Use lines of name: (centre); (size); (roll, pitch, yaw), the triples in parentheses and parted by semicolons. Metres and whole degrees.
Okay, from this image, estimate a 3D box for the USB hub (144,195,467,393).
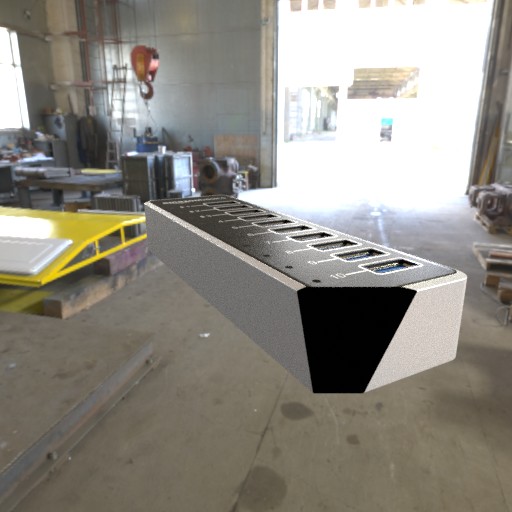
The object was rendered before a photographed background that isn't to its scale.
USB hub: (0.000, 0.000, 0.163); (0.044, 0.023, 0.145); (-9, 19, -27)
